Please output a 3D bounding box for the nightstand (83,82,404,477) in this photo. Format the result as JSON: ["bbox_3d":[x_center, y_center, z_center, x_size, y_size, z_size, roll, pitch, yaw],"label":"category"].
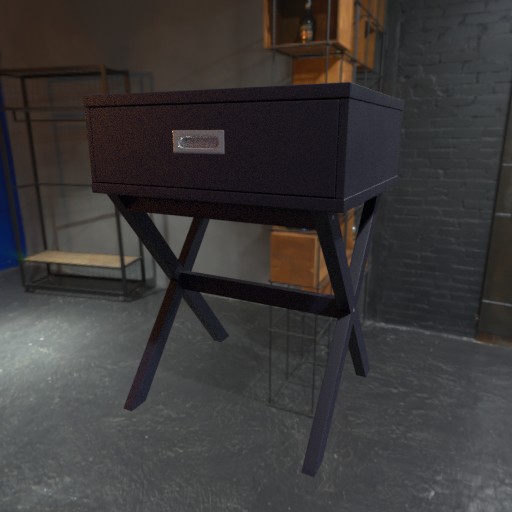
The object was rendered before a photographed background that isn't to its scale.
[{"bbox_3d":[0.000,0.000,0.928,0.479,0.623,0.402,8,17,26],"label":"nightstand"}]
